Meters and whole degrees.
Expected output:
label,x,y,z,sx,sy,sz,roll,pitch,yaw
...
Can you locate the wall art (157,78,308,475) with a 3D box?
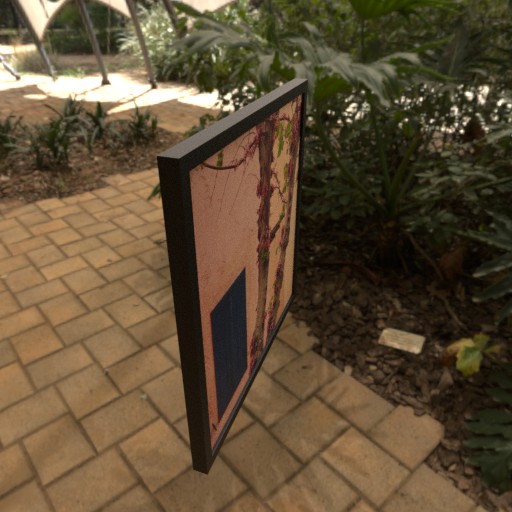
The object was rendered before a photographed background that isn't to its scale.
label,x,y,z,sx,sy,sz,roll,pitch,yaw
wall art,0.000,0.000,1.159,0.038,0.762,0.762,11,32,17
